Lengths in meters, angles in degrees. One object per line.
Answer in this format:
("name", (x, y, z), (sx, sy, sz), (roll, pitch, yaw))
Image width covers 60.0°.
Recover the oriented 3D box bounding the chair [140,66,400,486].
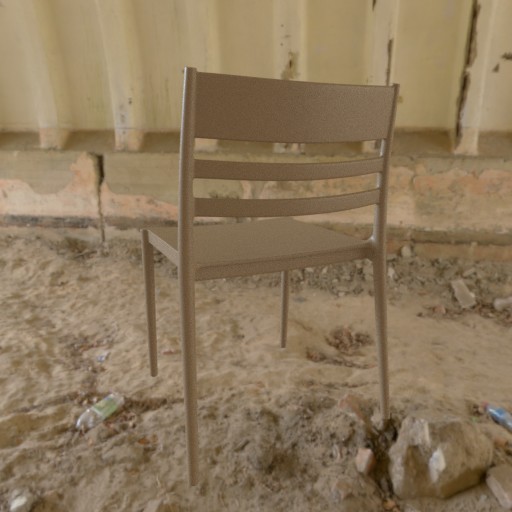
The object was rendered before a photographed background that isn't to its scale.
("chair", (0.000, 0.000, 1.120), (0.531, 0.800, 0.511), (-7, 15, -25))
